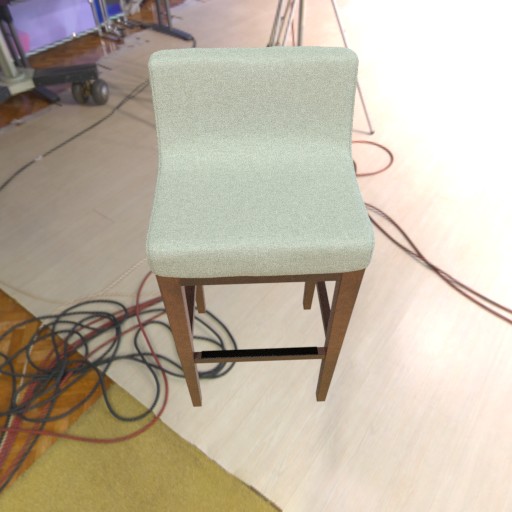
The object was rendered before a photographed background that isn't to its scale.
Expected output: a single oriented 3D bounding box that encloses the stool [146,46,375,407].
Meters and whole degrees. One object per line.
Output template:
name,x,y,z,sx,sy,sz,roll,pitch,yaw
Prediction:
stool,0.000,0.000,1.312,0.511,1.037,0.500,-2,47,-2
